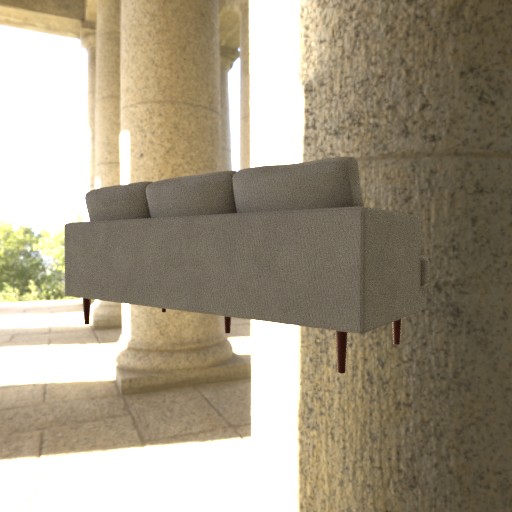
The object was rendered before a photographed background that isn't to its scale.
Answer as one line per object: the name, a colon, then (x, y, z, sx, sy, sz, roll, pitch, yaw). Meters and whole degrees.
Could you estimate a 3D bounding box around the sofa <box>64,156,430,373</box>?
sofa: (0.000, 0.000, 3.021, 2.233, 0.956, 1.504, 1, 2, 37)
